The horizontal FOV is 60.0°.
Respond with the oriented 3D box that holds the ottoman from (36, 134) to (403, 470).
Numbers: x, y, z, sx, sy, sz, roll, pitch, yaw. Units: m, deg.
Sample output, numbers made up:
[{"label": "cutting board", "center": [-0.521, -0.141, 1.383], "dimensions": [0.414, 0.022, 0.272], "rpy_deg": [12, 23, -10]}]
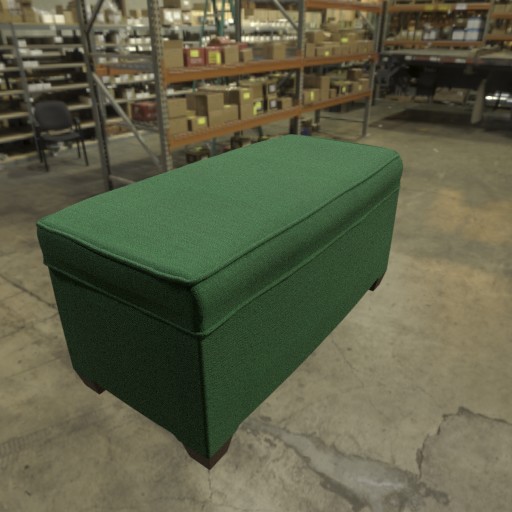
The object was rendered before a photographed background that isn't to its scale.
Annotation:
[{"label": "ottoman", "center": [0.000, 0.000, 1.207], "dimensions": [0.483, 0.471, 0.957], "rpy_deg": [18, 33, 31]}]
